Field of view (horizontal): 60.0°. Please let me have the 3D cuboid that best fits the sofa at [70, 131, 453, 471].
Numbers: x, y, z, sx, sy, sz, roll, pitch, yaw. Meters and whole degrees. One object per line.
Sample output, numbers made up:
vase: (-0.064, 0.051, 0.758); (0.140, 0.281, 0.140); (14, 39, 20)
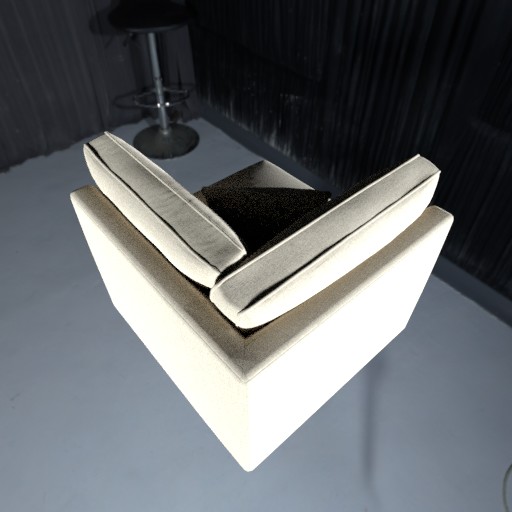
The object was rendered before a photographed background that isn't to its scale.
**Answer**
sofa: (0.000, 0.000, 1.974); (1.084, 1.002, 1.146); (-32, 55, -27)
